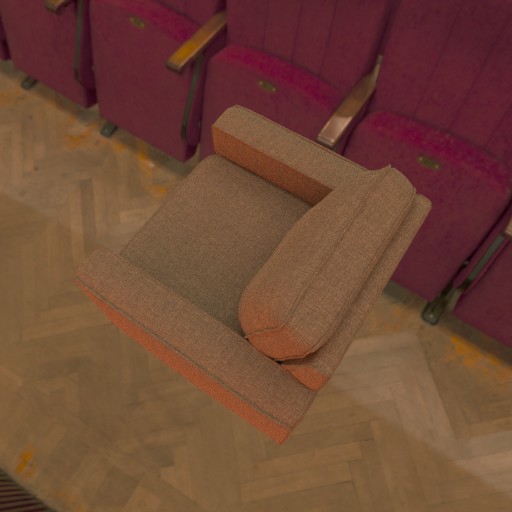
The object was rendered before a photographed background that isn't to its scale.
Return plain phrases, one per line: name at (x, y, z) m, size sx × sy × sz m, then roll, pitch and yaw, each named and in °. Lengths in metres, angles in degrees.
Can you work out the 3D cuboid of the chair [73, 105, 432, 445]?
chair at (0.000, 0.000, 1.742) m, size 0.940 × 0.914 × 1.016 m, roll 31°, pitch 68°, yaw 14°
